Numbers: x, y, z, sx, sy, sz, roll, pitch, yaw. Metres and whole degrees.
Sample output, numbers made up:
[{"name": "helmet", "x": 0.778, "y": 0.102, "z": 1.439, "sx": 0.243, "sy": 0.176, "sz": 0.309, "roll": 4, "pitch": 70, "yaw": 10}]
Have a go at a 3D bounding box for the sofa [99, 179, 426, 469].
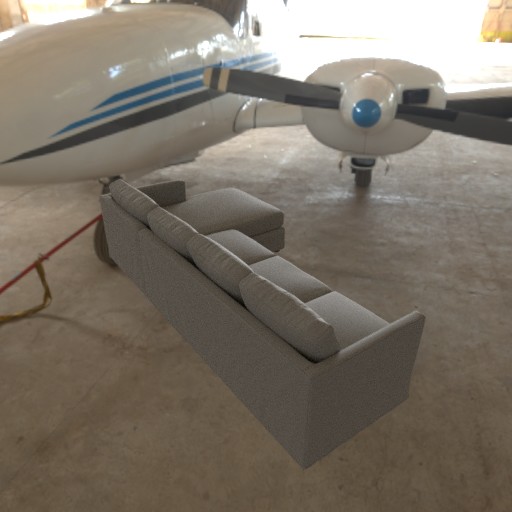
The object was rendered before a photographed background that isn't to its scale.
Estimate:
[{"name": "sofa", "x": 0.000, "y": 0.000, "z": 3.834, "sx": 1.622, "sy": 0.867, "sz": 3.177, "roll": -19, "pitch": 33, "yaw": -31}]
